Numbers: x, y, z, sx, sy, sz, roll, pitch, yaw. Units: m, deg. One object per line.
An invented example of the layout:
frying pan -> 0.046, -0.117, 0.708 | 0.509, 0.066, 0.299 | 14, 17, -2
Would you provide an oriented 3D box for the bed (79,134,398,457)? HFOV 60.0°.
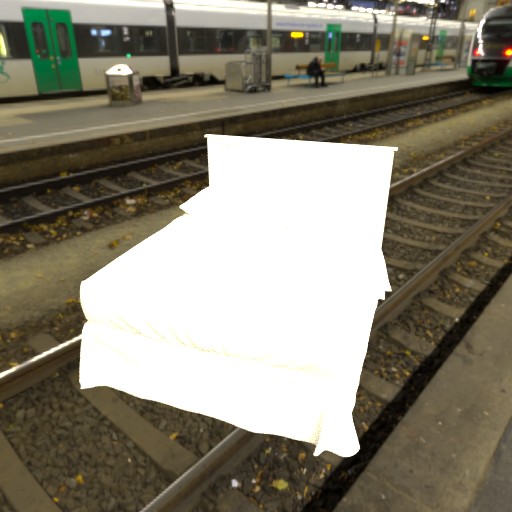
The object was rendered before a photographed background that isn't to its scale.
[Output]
bed -> 0.000, 0.000, 3.164 | 1.876, 1.269, 2.047 | 9, 27, 18
